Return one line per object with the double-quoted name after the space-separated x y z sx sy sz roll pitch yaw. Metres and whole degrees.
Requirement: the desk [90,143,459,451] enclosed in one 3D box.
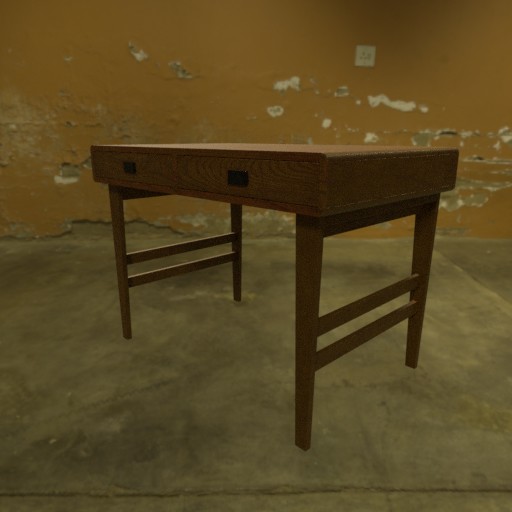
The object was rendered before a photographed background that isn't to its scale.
0.000 0.000 1.567 0.660 0.754 1.066 -14 21 -43 "desk"
